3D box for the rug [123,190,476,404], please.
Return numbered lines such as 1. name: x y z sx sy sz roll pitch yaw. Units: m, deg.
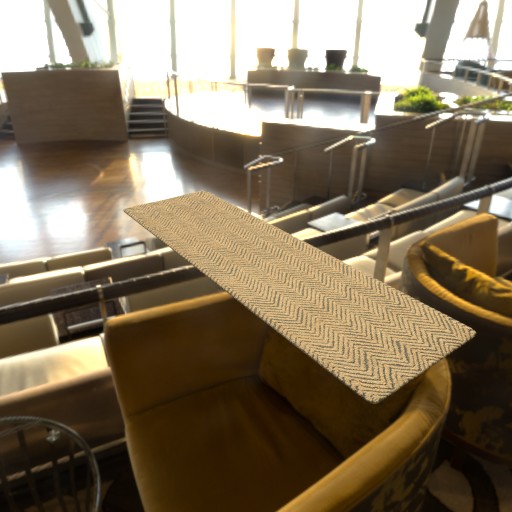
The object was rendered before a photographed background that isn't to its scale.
1. rug: 0.000 0.000 2.534 0.686 0.008 2.286 -19 33 -32
